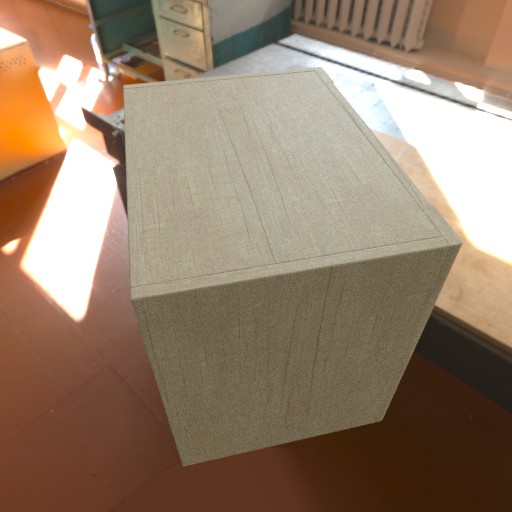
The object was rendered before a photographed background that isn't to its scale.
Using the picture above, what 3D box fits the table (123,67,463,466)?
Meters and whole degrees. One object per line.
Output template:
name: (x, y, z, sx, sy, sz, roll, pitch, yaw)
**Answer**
table: (0.000, 0.000, 0.909, 0.420, 0.510, 0.570, -9, 46, -9)
